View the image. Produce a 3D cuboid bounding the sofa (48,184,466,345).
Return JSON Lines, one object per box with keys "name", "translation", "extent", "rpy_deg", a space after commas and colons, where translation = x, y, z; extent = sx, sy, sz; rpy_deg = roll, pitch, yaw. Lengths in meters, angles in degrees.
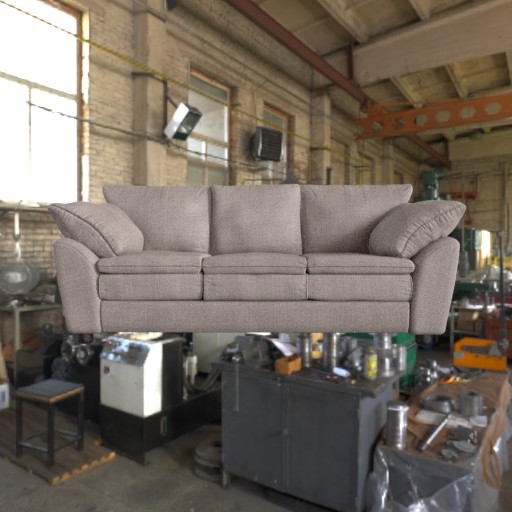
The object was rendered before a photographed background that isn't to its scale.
{"name": "sofa", "translation": [0.000, 0.000, 2.846], "extent": [2.334, 0.996, 0.878], "rpy_deg": [0, 0, 1]}
